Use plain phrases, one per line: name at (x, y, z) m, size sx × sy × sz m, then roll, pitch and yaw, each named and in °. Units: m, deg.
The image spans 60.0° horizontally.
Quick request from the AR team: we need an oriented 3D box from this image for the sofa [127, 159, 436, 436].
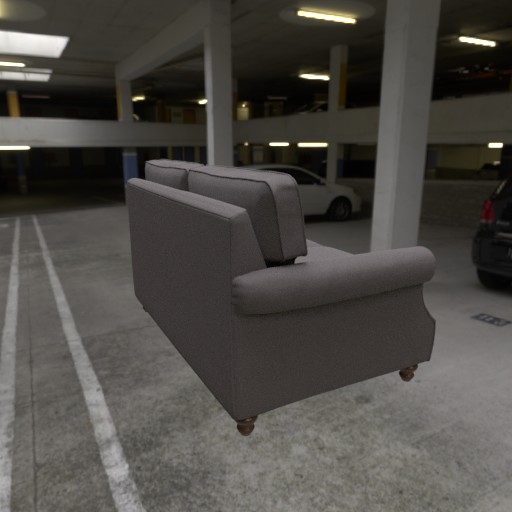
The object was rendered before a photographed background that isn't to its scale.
sofa at (0.000, 0.000, 2.267) m, size 0.964 × 0.937 × 1.665 m, roll -8°, pitch 16°, yaw -27°
